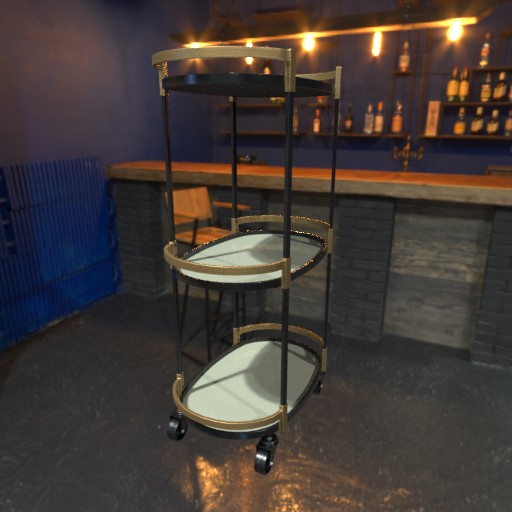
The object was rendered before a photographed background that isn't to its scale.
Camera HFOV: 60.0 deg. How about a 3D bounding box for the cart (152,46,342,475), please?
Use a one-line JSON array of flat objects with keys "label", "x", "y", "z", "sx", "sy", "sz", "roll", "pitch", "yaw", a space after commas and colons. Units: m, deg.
[{"label": "cart", "x": 0.000, "y": 0.000, "z": 1.103, "sx": 0.311, "sy": 0.885, "sz": 0.515, "roll": 8, "pitch": 19, "yaw": 26}]
